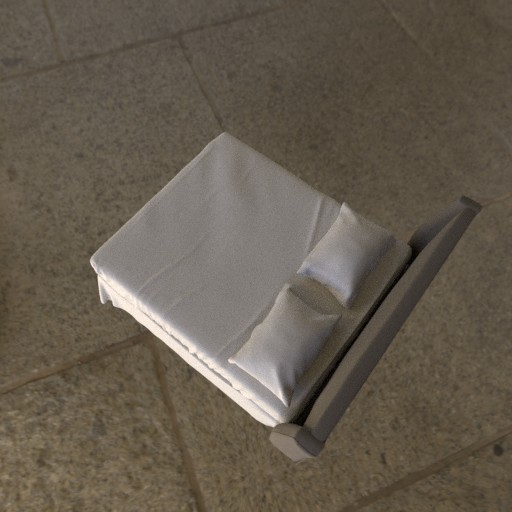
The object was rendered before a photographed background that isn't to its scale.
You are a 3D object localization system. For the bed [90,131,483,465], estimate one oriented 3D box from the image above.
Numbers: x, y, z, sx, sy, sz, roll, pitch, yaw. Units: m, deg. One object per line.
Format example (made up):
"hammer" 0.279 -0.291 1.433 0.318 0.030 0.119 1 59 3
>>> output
"bed" 0.000 0.000 3.416 2.276 1.332 1.925 35 69 16
